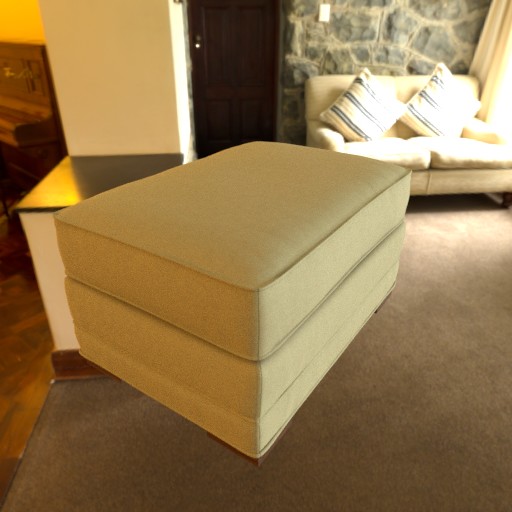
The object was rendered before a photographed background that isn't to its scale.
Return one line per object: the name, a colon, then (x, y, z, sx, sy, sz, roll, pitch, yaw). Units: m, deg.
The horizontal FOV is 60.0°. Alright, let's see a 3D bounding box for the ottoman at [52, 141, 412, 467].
ottoman: (0.000, 0.000, 1.241, 0.611, 0.482, 0.848, 18, 33, 30)
